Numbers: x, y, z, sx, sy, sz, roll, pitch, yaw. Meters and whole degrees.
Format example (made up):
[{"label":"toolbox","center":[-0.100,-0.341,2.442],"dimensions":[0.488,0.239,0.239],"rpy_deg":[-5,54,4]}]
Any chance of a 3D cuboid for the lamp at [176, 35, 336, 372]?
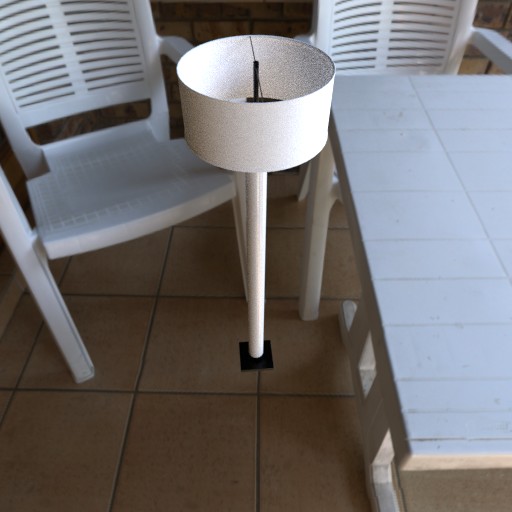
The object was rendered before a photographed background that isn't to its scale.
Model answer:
[{"label":"lamp","center":[0.000,0.000,1.696],"dimensions":[0.420,1.475,0.420],"rpy_deg":[-4,46,-3]}]
